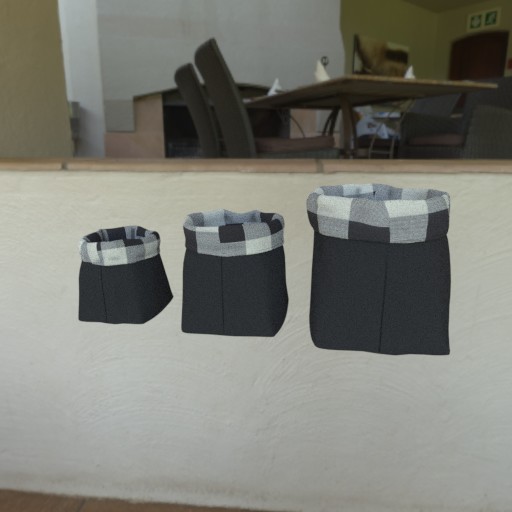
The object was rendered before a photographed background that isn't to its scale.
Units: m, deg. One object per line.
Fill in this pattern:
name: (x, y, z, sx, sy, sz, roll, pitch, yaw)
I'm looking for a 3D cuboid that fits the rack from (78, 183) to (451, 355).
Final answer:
rack: (0.000, 0.000, 1.070, 0.889, 0.329, 0.370, 2, 14, 9)
